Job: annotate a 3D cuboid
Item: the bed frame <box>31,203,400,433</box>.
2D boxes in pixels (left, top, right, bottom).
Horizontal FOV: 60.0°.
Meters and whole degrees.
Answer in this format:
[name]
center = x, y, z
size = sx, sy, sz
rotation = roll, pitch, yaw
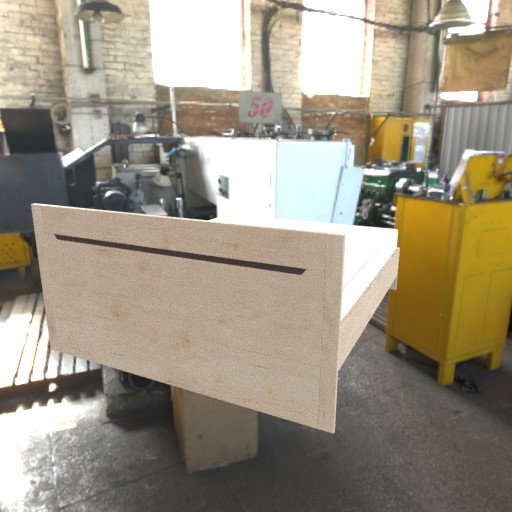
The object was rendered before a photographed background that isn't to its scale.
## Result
[bed frame]
center = 0.000, 0.000, 3.128
size = 1.800, 0.900, 2.080
rotation = 8, 17, 25
